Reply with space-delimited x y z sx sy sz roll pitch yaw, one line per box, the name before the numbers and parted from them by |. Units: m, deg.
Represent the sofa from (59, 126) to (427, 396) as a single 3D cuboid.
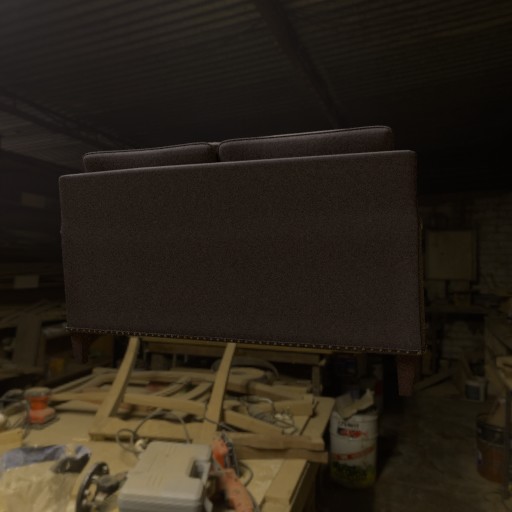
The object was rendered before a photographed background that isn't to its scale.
sofa | 0.000 0.000 2.226 1.597 1.003 1.084 0 0 19
